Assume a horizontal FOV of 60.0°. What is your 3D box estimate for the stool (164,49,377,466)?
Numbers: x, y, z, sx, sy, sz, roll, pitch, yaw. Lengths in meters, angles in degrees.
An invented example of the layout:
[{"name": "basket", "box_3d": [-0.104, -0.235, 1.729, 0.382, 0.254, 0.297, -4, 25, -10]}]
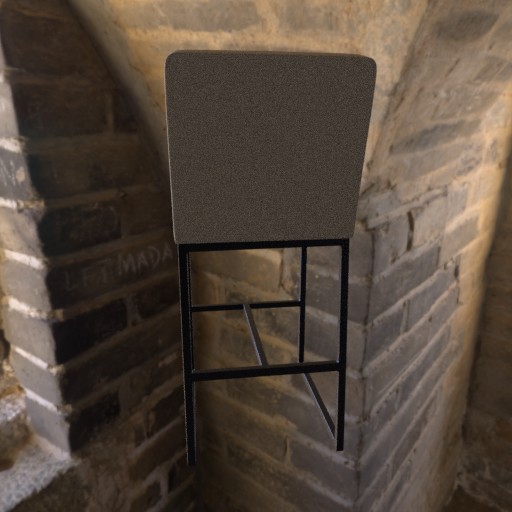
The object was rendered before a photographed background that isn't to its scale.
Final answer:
[{"name": "stool", "box_3d": [0.000, 0.000, 1.313, 0.460, 1.040, 0.560, -2, 16, -8]}]
